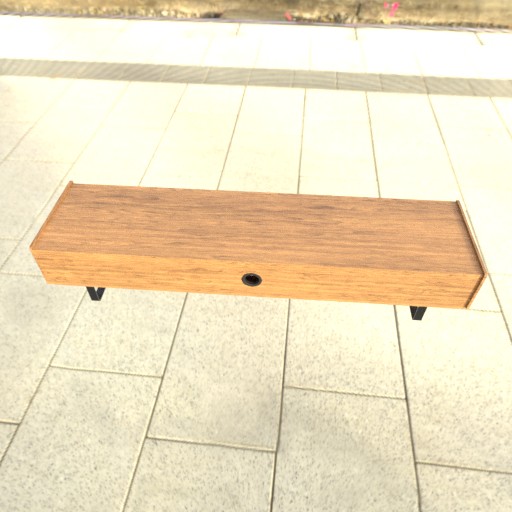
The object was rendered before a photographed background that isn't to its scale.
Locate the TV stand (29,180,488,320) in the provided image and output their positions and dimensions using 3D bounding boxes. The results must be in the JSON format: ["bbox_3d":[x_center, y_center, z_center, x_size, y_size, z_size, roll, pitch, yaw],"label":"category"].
[{"bbox_3d":[0.000,0.000,2.034,1.796,0.415,0.467,3,46,3],"label":"TV stand"}]
